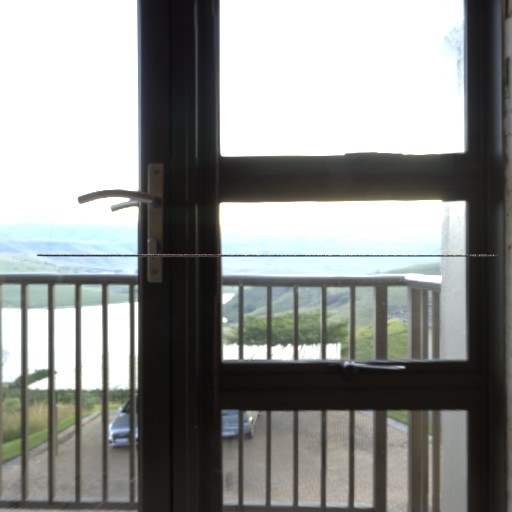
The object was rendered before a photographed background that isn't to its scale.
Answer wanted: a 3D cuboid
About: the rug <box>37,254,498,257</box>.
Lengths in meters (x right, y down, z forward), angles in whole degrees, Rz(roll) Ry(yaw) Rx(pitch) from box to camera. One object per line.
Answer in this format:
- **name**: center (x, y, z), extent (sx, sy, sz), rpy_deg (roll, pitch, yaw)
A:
- **rug**: center (0.000, 0.000, 3.597), extent (2.890, 0.013, 2.005), rpy_deg (0, 0, -16)
